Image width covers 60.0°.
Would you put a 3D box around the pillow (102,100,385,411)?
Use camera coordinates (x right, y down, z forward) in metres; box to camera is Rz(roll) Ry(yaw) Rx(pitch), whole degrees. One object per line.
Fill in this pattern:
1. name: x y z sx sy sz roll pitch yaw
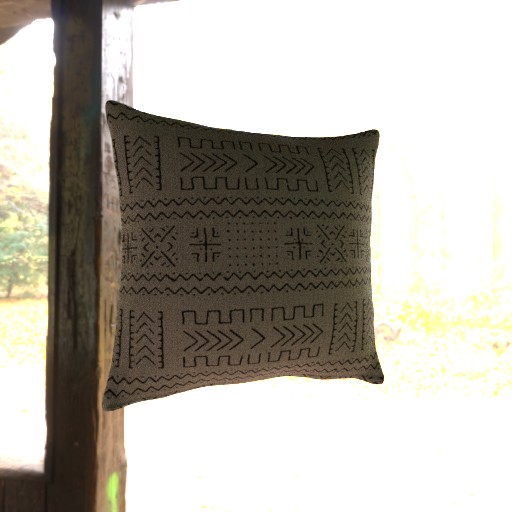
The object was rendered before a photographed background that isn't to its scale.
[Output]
1. pillow: 0.000 0.000 0.671 0.438 0.430 0.164 0 -1 -16
